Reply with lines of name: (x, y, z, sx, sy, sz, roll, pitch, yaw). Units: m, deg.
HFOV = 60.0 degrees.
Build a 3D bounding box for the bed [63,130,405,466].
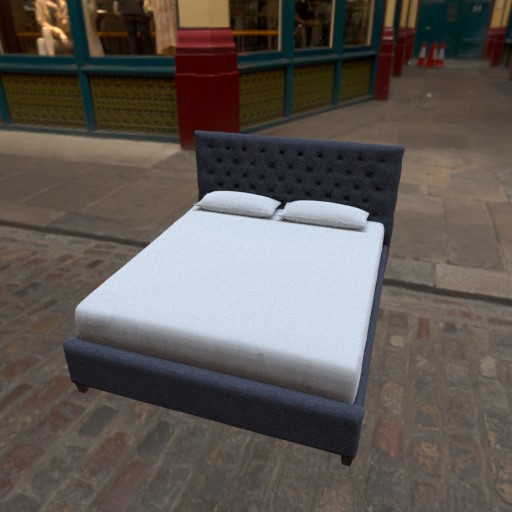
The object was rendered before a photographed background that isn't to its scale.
bed: (0.000, 0.000, 3.635, 2.078, 1.427, 2.387, 9, 29, 16)
